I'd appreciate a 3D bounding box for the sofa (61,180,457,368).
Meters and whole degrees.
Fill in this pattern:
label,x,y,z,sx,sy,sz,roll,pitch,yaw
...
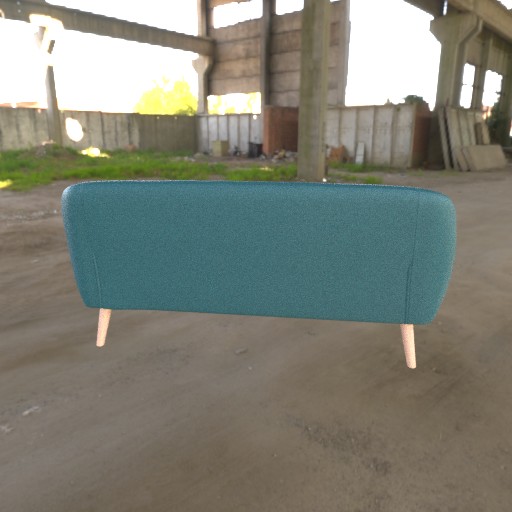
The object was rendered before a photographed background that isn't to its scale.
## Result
label,x,y,z,sx,sy,sz,roll,pitch,yaw
sofa,0.000,0.000,2.255,1.840,0.836,0.820,2,16,8
